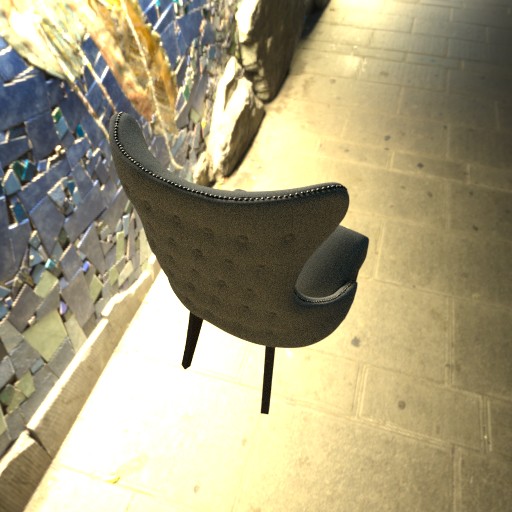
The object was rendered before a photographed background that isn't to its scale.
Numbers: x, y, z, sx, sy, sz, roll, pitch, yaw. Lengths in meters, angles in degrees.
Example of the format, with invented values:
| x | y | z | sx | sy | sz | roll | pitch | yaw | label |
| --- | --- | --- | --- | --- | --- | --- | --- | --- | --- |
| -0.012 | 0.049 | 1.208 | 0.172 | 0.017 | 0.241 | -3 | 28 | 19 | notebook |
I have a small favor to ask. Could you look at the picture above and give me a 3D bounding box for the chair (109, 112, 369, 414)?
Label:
| x | y | z | sx | sy | sz | roll | pitch | yaw | label |
| --- | --- | --- | --- | --- | --- | --- | --- | --- | --- |
| 0.000 | 0.000 | 1.380 | 0.628 | 0.967 | 0.635 | 23 | 50 | 21 | chair |
